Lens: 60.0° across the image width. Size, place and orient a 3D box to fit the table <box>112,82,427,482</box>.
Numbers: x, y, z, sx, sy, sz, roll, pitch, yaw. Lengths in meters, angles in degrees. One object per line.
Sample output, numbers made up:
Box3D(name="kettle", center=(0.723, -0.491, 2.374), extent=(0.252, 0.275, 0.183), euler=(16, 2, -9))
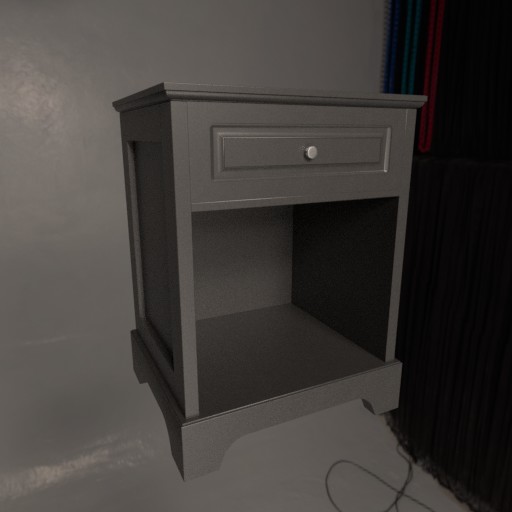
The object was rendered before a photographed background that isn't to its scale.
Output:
Box3D(name="table", center=(0.000, 0.000, 0.912), extent=(0.460, 0.610, 0.399), euler=(-7, 17, -25))
